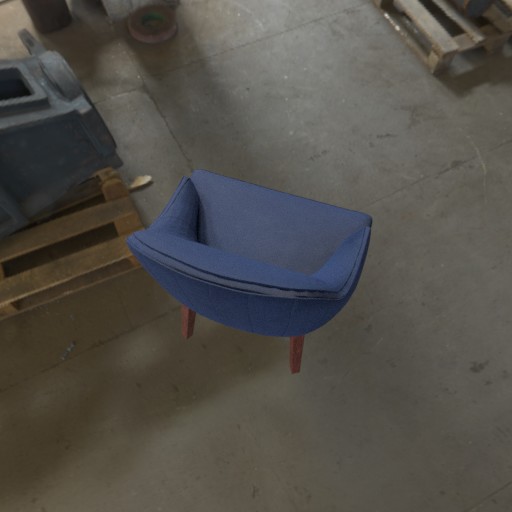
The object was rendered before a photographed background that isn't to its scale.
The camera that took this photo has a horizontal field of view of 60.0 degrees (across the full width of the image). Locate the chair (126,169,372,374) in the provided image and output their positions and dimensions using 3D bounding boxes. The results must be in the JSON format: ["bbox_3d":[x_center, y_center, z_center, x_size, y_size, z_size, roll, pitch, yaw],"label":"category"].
[{"bbox_3d":[0.000,0.000,1.334,0.643,0.889,0.575,16,65,8],"label":"chair"}]
